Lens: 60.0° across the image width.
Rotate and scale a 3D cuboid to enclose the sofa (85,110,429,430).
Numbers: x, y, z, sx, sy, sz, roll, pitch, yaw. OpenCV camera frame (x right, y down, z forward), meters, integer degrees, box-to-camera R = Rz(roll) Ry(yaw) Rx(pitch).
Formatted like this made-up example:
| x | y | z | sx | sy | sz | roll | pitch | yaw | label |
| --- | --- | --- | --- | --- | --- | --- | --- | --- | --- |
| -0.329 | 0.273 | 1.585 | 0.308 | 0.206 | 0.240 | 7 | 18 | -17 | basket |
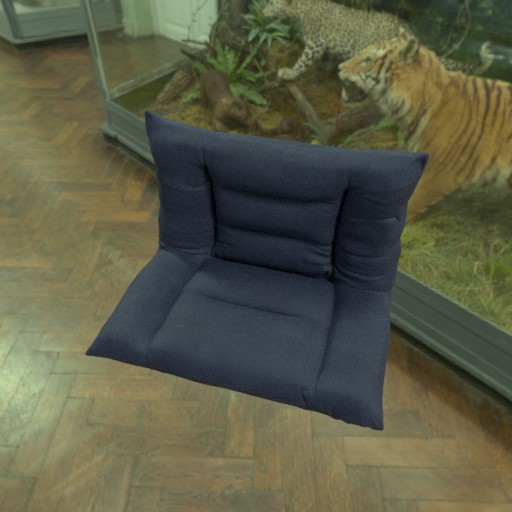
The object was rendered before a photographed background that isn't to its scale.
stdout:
| x | y | z | sx | sy | sz | roll | pitch | yaw | label |
| --- | --- | --- | --- | --- | --- | --- | --- | --- | --- |
| 0.000 | 0.000 | 1.699 | 1.122 | 0.778 | 0.849 | 11 | 42 | 12 | sofa |
